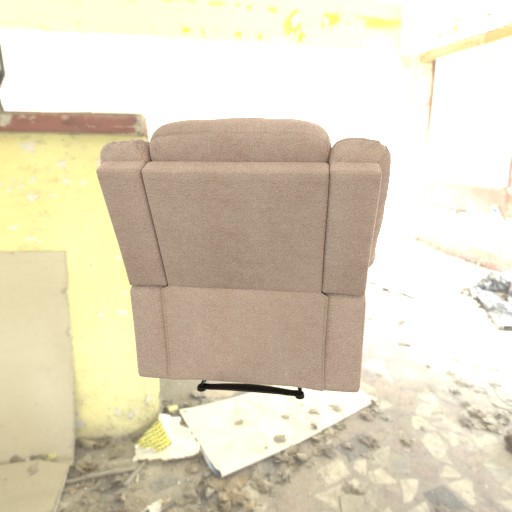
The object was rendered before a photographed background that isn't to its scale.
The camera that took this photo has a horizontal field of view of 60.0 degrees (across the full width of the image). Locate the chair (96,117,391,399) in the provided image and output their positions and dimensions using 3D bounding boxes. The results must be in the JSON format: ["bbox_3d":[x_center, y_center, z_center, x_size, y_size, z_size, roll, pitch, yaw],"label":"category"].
[{"bbox_3d":[0.000,0.000,1.742,0.899,1.008,0.944,2,14,8],"label":"chair"}]
